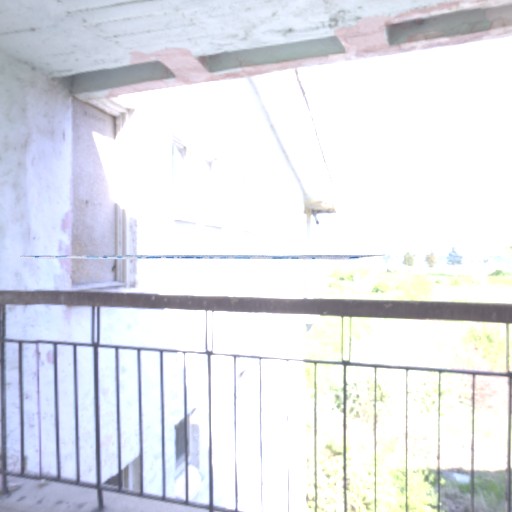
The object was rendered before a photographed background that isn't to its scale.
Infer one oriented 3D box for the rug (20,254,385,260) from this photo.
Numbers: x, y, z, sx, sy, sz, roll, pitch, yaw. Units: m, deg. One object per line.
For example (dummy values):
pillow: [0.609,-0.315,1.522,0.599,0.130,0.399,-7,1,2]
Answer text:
rug: [0.000,0.000,2.289,1.209,0.011,1.830,0,0,18]
